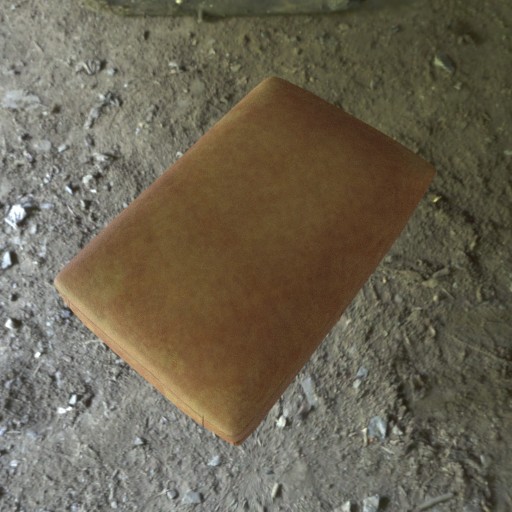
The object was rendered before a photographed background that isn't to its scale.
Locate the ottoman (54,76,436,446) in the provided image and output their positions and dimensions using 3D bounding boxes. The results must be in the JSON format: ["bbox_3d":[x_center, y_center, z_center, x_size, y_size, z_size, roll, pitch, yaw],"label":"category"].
[{"bbox_3d":[0.000,0.000,1.225,0.565,0.507,0.852,36,70,15],"label":"ottoman"}]
